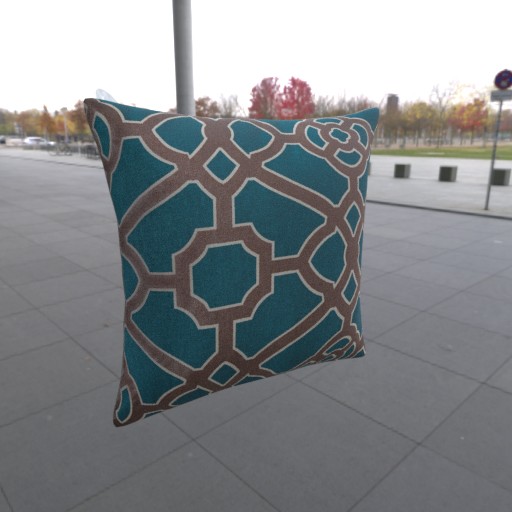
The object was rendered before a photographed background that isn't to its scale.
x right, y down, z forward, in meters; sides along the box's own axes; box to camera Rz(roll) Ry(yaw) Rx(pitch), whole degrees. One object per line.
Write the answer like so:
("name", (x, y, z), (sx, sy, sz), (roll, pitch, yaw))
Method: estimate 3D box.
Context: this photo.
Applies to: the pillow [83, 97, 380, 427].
("pillow", (0.000, 0.000, 0.774), (0.526, 0.507, 0.166), (-8, 17, -27))
